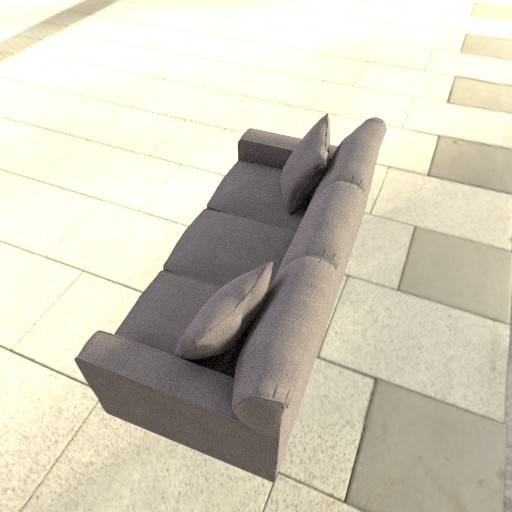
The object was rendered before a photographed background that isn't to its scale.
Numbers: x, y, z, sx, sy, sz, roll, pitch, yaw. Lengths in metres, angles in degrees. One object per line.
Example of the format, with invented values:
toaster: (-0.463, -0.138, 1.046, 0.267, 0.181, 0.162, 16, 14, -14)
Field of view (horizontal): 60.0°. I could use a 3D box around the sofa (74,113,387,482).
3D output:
sofa: (0.000, 0.000, 2.545, 0.997, 0.958, 2.024, 16, 49, 14)
